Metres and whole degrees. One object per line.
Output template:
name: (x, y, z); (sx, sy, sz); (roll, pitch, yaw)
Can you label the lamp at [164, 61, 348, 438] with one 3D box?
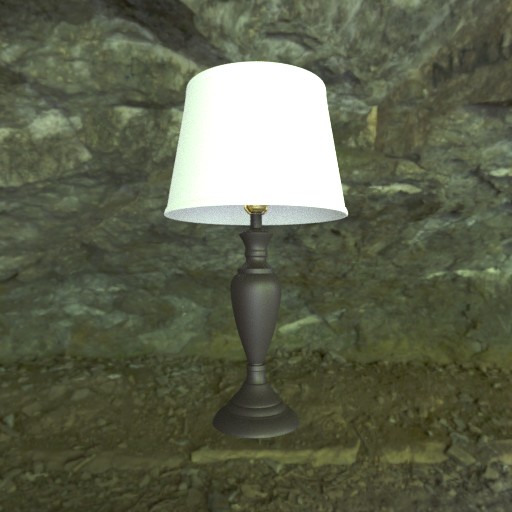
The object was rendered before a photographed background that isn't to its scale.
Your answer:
lamp: (0.000, 0.000, 0.823); (0.335, 0.611, 0.335); (0, -1, 0)
